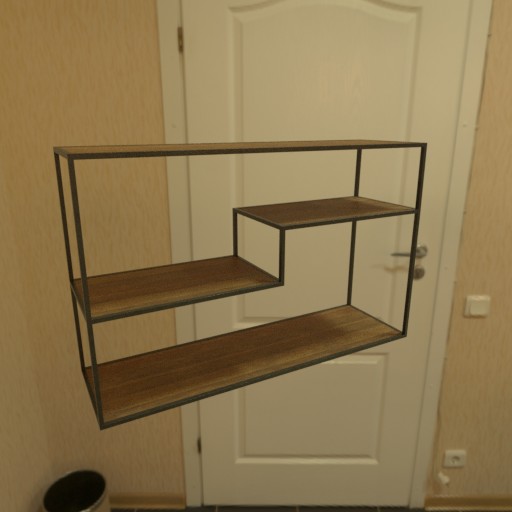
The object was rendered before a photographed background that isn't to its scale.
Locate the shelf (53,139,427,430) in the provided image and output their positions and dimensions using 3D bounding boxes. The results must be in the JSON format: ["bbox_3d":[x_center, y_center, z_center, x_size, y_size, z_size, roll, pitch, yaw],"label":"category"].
[{"bbox_3d":[0.000,0.000,1.567,1.201,0.765,0.361,-9,19,-27],"label":"shelf"}]
